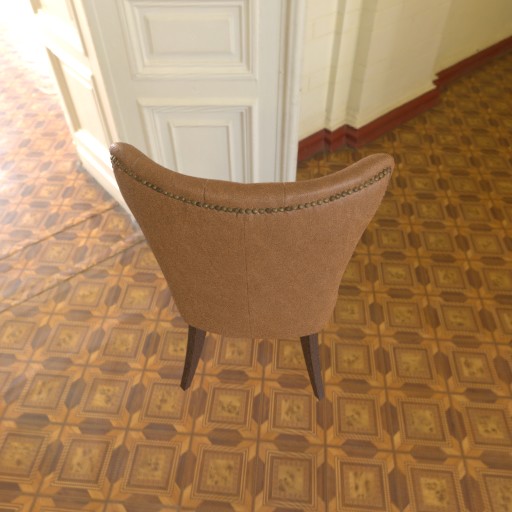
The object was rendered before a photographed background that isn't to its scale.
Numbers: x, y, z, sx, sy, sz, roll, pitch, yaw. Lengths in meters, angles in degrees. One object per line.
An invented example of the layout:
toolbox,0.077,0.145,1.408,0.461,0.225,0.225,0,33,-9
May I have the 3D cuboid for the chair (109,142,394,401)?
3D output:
chair,0.000,0.000,1.429,0.611,1.065,0.669,3,47,3
